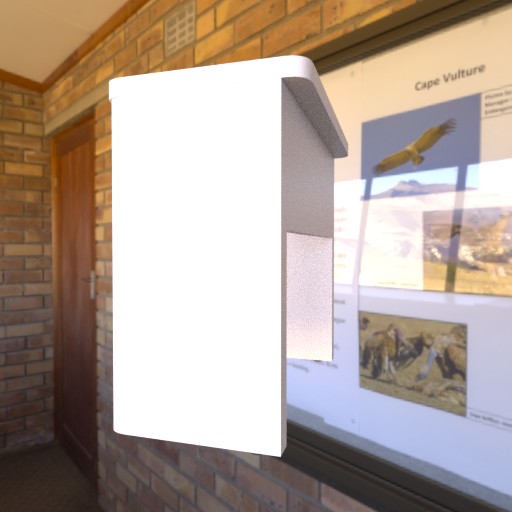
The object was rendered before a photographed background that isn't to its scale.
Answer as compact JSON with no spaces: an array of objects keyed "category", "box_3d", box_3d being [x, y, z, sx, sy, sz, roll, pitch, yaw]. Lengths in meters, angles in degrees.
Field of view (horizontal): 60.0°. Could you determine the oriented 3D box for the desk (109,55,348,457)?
[{"category":"desk","box_3d":[0.000,0.000,1.260,0.446,0.760,0.790,0,1,17]}]
